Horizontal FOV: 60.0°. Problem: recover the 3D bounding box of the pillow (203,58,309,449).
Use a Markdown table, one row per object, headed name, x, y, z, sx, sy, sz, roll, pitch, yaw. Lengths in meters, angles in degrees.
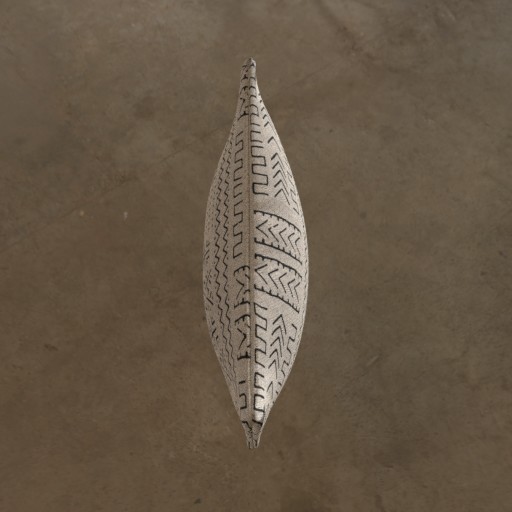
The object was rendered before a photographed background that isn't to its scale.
| name | x | y | z | sx | sy | sz | roll | pitch | yaw |
| --- | --- | --- | --- | --- | --- | --- | --- | --- | --- |
| pillow | 0.000 | 0.000 | 0.813 | 0.188 | 0.352 | 0.637 | -1 | 64 | 0 |
